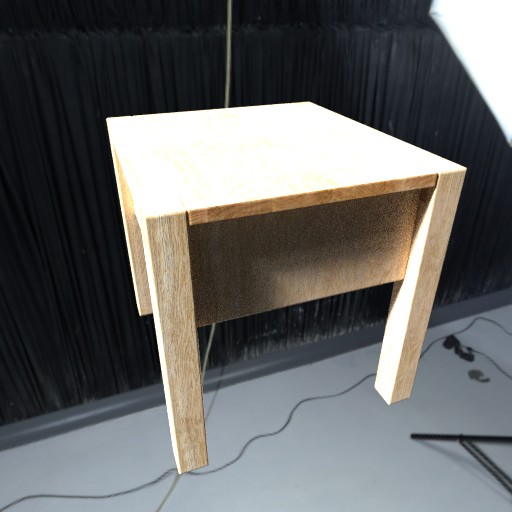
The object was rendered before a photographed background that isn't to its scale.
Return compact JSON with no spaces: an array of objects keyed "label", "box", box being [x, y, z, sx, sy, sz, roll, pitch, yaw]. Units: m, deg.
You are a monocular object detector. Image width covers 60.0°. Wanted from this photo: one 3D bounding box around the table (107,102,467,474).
[{"label":"table","box":[0.000,0.000,0.847,0.440,0.450,0.480,-11,32,-18]}]
